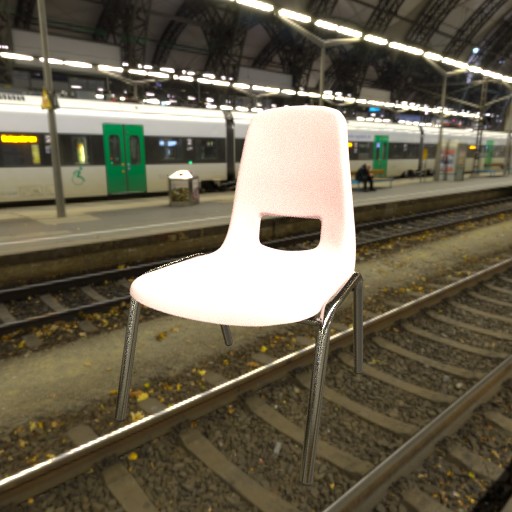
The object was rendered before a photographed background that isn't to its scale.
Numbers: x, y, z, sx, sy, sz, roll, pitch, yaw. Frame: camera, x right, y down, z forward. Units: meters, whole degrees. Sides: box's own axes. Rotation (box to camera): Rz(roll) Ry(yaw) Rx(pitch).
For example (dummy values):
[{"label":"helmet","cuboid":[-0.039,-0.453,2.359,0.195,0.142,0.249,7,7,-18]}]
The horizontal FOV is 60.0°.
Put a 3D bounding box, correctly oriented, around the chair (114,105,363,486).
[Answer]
[{"label":"chair","cuboid":[0.000,0.000,0.784,0.354,0.537,0.385,6,15,26]}]
